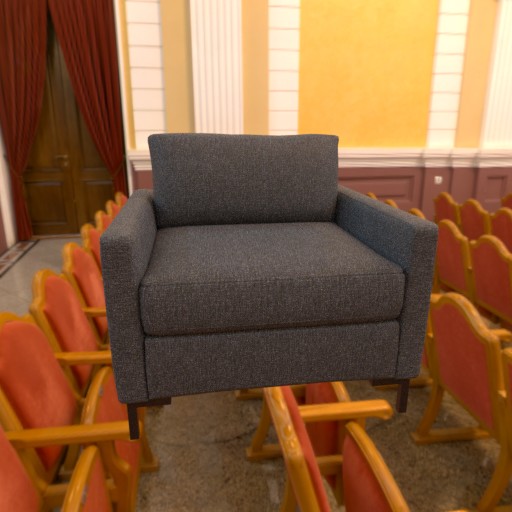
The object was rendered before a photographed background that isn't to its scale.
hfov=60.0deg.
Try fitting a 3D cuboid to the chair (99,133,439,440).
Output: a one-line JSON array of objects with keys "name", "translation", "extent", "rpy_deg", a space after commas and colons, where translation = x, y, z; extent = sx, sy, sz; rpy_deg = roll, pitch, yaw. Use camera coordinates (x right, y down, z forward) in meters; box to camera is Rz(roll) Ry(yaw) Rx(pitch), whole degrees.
[{"name": "chair", "translation": [0.000, 0.000, 1.630], "extent": [0.963, 0.861, 0.866], "rpy_deg": [-3, 17, -8]}]
